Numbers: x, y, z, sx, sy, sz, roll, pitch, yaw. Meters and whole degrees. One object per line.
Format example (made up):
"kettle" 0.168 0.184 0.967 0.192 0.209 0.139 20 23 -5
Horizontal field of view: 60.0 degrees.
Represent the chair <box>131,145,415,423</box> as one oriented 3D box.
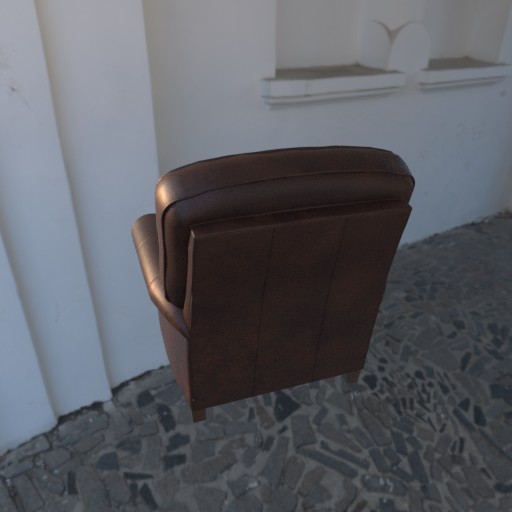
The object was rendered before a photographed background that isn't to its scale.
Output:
"chair" 0.000 0.000 1.817 0.936 1.018 0.986 -9 28 -17
